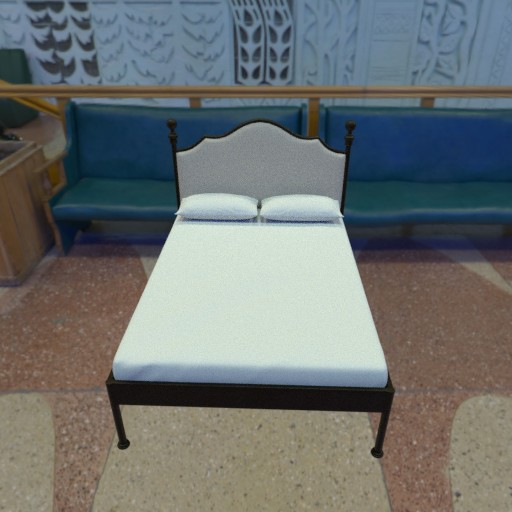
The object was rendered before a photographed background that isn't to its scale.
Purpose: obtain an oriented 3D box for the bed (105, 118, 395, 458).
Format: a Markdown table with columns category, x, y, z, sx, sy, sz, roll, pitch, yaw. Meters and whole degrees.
| category | x | y | z | sx | sy | sz | roll | pitch | yaw |
| --- | --- | --- | --- | --- | --- | --- | --- | --- | --- |
| bed | 0.000 | 0.000 | 3.264 | 1.642 | 1.499 | 2.224 | 1 | 30 | 2 |
